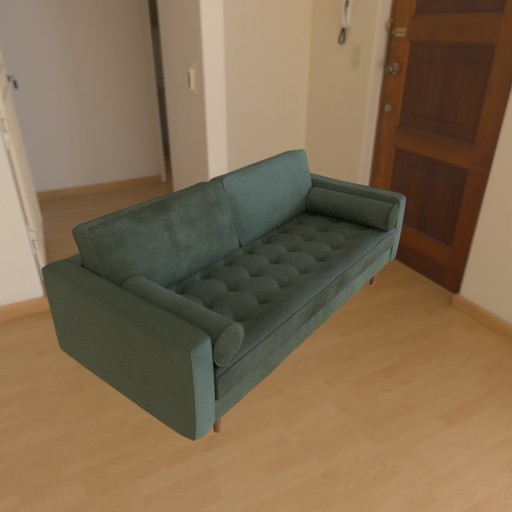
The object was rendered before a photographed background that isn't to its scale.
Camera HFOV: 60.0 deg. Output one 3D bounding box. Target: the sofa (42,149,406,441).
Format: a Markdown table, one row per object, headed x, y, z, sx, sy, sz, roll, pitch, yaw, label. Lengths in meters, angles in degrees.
| x | y | z | sx | sy | sz | roll | pitch | yaw | label |
| --- | --- | --- | --- | --- | --- | --- | --- | --- | --- |
| 0.000 | 0.000 | 2.367 | 0.916 | 0.772 | 1.880 | 20 | 33 | 33 | sofa |
